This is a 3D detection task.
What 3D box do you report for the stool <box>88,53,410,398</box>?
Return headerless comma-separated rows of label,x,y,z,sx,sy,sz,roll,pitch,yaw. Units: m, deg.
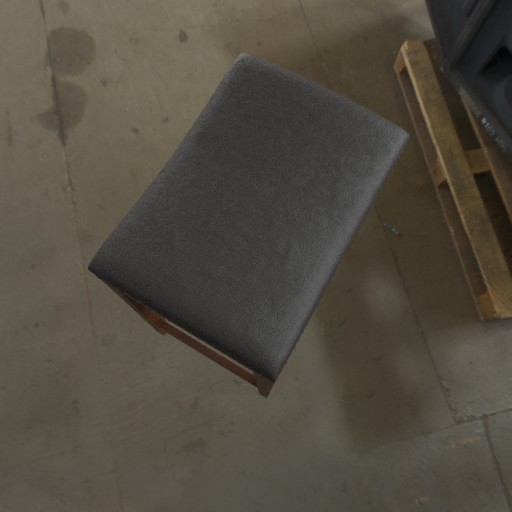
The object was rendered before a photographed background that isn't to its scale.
stool,0.000,0.000,0.959,0.353,0.664,0.490,29,76,8
